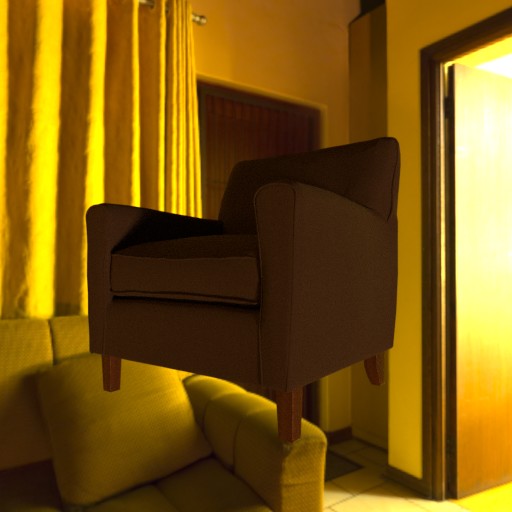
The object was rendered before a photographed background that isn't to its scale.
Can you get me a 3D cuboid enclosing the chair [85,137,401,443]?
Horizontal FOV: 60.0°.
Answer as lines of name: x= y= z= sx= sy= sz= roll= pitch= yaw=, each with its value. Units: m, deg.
chair: x=0.000 y=0.000 z=1.592 sx=0.836 sy=0.911 sz=0.831 roll=-1 pitch=-1 yaw=36
